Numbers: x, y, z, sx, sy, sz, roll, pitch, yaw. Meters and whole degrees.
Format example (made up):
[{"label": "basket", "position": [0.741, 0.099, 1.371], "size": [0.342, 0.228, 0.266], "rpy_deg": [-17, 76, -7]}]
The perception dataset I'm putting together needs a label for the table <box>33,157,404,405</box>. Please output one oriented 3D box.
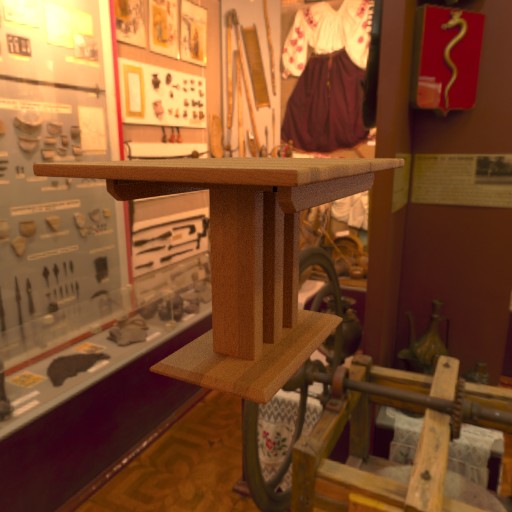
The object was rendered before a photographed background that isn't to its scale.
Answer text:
[{"label": "table", "position": [0.000, 0.000, 1.827], "size": [0.900, 0.770, 1.300], "rpy_deg": [7, 15, 27]}]
